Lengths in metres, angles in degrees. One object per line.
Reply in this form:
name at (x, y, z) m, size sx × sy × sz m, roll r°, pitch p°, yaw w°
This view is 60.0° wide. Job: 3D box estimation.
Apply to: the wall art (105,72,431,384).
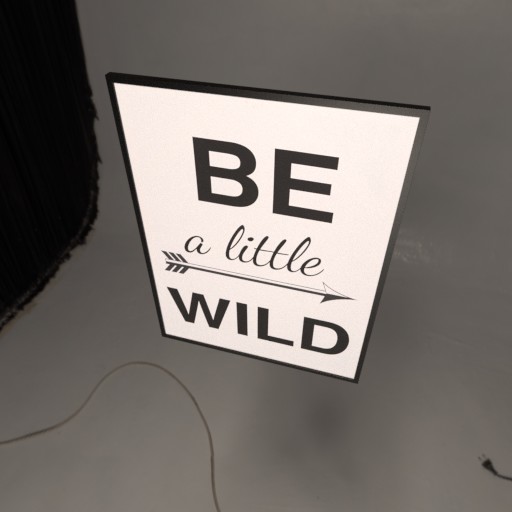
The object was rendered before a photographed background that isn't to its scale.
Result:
wall art at (0.000, 0.000, 0.776) m, size 0.442 × 0.582 × 0.013 m, roll 11°, pitch 42°, yaw 12°
